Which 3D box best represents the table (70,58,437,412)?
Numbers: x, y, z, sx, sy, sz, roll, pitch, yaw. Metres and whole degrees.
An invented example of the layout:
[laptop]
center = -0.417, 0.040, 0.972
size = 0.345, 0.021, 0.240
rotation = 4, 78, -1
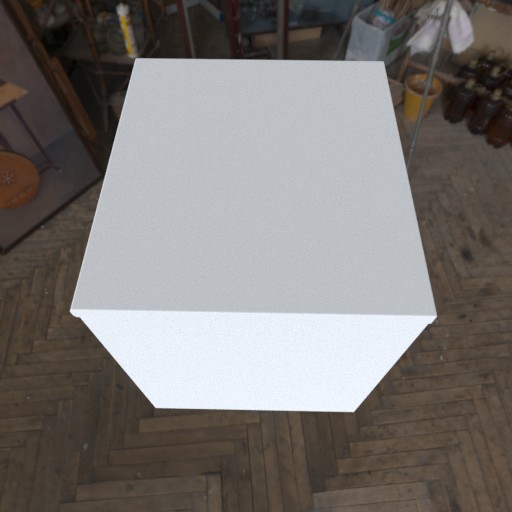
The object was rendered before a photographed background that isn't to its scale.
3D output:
[table]
center = 0.000, 0.000, 0.762
size = 0.380, 0.460, 0.420
rotation = 1, 58, 1
